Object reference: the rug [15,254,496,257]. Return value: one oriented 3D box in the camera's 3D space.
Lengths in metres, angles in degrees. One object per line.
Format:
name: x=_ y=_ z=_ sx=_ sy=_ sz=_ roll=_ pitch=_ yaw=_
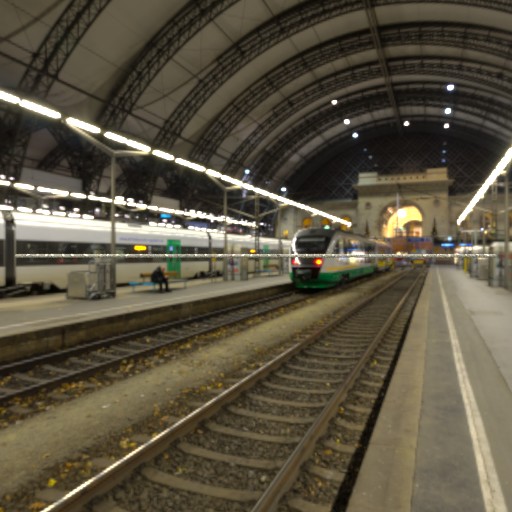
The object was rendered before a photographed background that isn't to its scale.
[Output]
rug: x=0.000 y=0.000 z=2.742 sx=2.144 sy=0.015 sz=1.543 roll=0 pitch=0 yaw=1
